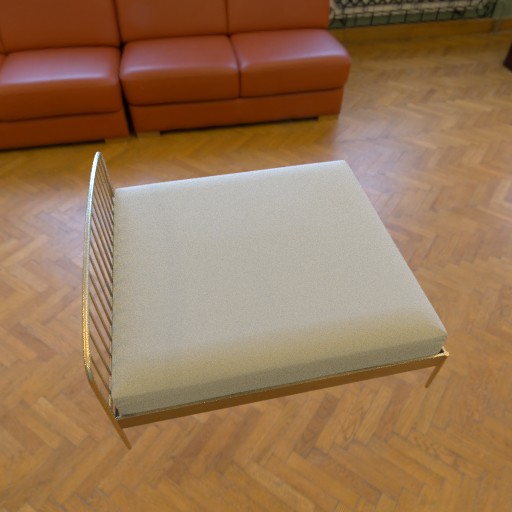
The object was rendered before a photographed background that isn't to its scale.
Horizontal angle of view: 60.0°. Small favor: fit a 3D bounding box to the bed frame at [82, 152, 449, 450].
[{"bbox_3d":[0.000,0.000,3.306,2.152,1.174,2.016,-9,48,-8],"label":"bed frame"}]
